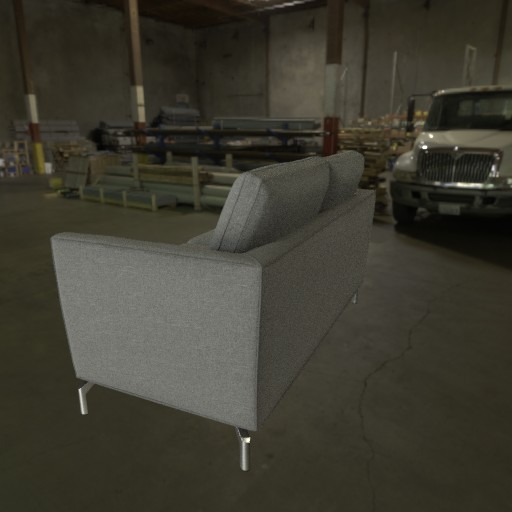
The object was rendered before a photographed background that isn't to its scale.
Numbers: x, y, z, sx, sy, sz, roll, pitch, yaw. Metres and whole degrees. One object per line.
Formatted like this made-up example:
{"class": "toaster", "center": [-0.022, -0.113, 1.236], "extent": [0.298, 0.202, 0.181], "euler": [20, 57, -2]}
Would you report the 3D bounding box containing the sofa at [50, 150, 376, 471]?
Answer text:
{"class": "sofa", "center": [0.000, 0.000, 2.062], "extent": [0.803, 0.924, 1.594], "euler": [7, 18, 24]}
